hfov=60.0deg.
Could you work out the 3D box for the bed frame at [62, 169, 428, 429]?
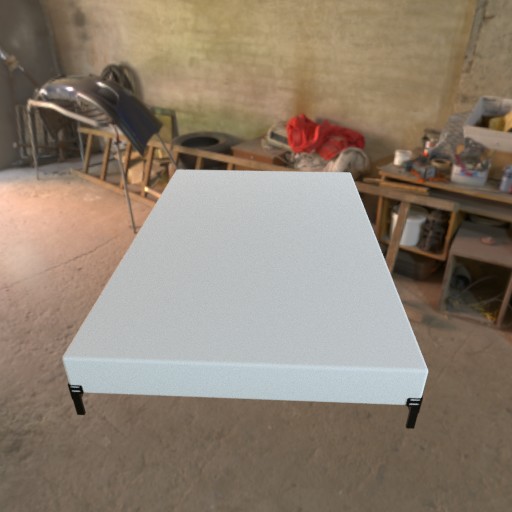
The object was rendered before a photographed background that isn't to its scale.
[{"bbox_3d":[0.000,0.000,3.689,1.930,0.440,2.987,1,30,2],"label":"bed frame"}]
